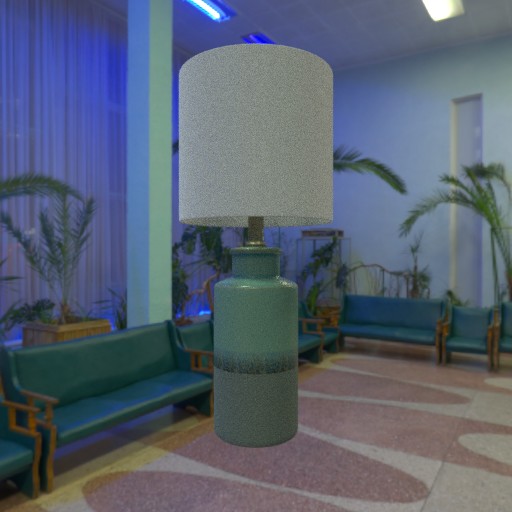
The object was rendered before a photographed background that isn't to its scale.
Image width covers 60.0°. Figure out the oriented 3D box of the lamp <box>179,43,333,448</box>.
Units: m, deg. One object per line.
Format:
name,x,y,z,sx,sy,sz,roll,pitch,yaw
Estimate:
lamp,0.000,0.000,0.620,0.212,0.493,0.212,0,0,36
